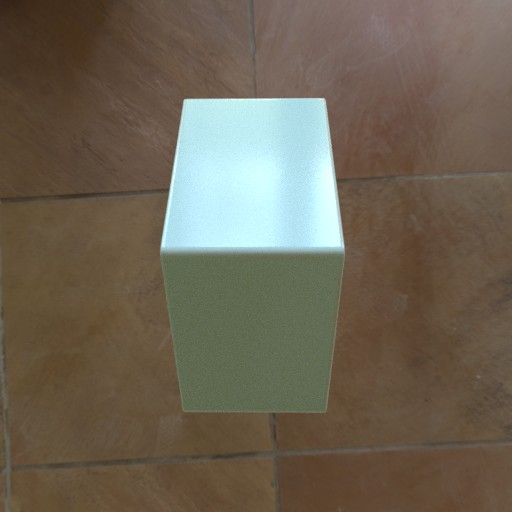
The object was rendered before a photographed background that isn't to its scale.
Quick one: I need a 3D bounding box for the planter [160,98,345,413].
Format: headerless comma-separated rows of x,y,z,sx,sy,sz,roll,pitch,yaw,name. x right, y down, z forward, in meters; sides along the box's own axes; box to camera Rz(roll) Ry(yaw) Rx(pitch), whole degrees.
0.000,0.000,0.286,0.078,0.207,0.169,0,89,1,planter
